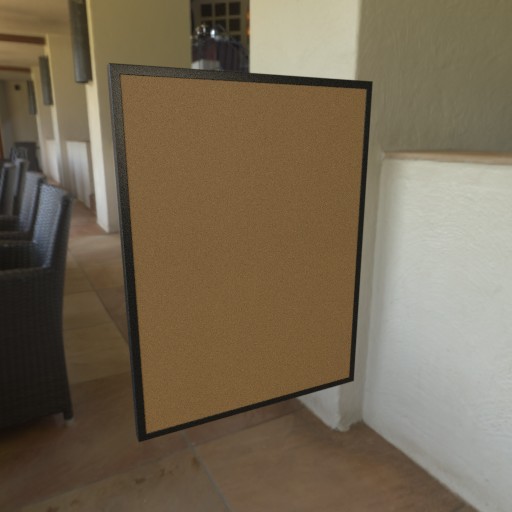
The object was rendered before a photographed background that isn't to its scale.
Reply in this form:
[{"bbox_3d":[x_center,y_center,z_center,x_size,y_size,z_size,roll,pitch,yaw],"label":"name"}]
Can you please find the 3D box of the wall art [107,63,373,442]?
[{"bbox_3d":[0.000,0.000,1.386,0.804,1.061,0.039,-7,16,-25],"label":"wall art"}]
